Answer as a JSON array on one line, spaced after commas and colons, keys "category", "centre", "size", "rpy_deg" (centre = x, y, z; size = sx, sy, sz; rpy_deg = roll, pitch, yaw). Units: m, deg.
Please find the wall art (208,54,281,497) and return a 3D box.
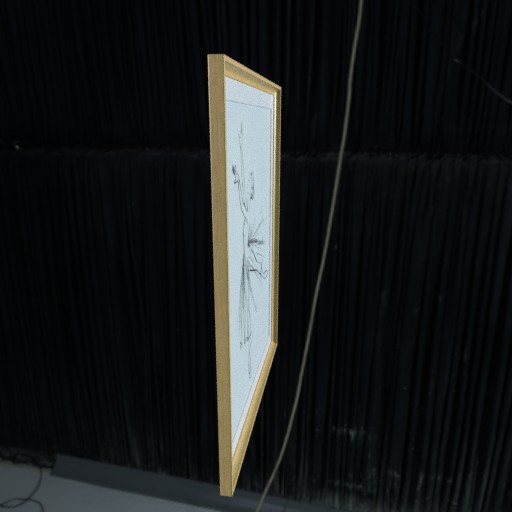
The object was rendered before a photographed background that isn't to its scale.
[{"category": "wall art", "centre": [0.000, 0.000, 1.326], "size": [0.030, 1.002, 0.798], "rpy_deg": [3, 17, 10]}]
